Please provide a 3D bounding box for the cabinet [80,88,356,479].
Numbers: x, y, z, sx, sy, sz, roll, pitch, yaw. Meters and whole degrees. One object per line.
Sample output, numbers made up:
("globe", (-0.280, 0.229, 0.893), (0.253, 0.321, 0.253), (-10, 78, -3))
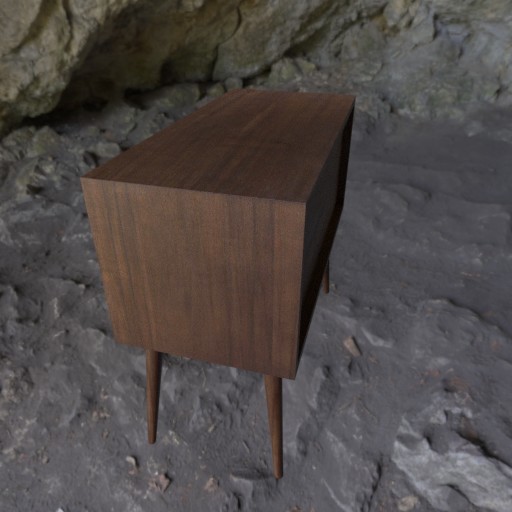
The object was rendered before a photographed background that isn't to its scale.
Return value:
("cabinet", (0.000, 0.000, 1.115), (0.354, 0.654, 0.743), (8, 32, 14))
